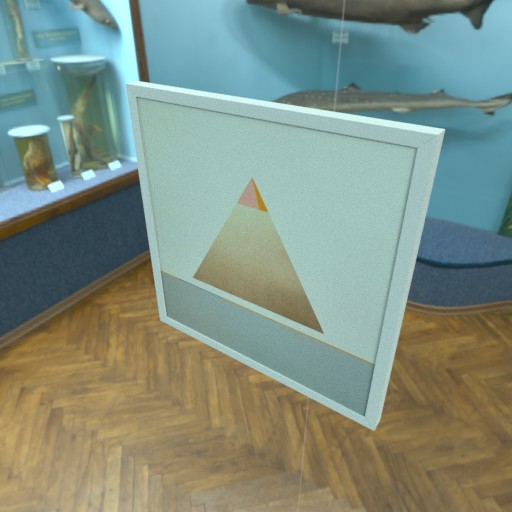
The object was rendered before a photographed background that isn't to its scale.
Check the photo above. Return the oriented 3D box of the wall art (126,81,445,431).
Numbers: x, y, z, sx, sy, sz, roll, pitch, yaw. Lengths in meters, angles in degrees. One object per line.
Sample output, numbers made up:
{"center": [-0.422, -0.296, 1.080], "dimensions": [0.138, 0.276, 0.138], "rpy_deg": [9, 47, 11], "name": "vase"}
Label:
{"center": [0.000, 0.000, 1.138], "dimensions": [0.768, 0.765, 0.041], "rpy_deg": [20, 37, 29], "name": "wall art"}
